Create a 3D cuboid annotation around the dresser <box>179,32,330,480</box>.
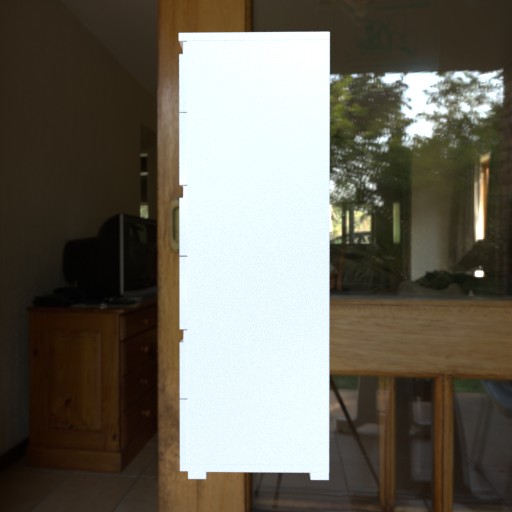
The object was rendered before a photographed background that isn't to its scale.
[{"bbox_3d":[0.000,0.000,1.503,0.400,1.190,0.650,0,1,1],"label":"dresser"}]
